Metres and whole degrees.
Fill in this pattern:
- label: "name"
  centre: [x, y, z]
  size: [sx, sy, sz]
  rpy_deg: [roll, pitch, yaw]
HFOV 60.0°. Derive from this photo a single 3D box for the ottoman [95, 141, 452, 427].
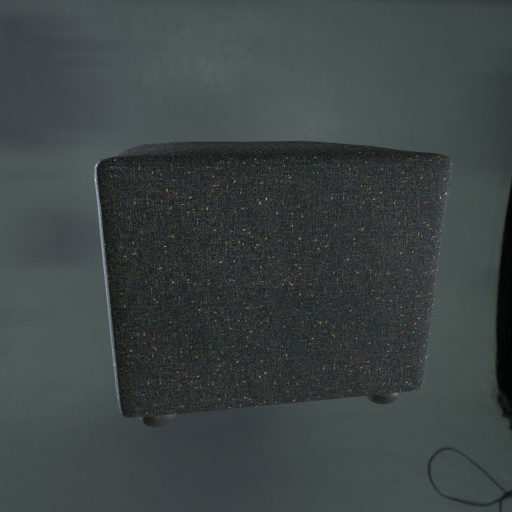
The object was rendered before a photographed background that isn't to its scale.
- label: "ottoman"
  centre: [0.000, 0.000, 0.875]
  size: [0.508, 0.432, 0.508]
  rpy_deg: [-3, 17, -9]
